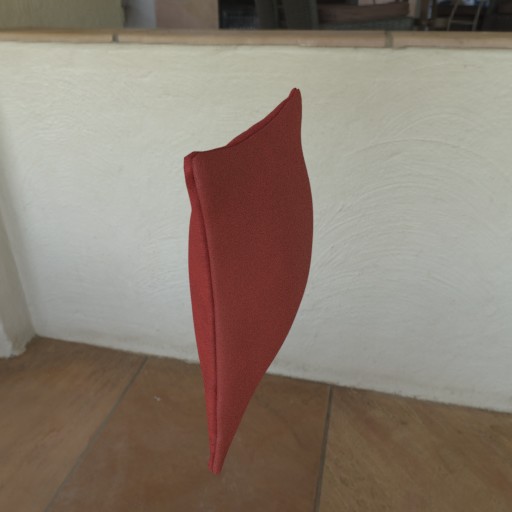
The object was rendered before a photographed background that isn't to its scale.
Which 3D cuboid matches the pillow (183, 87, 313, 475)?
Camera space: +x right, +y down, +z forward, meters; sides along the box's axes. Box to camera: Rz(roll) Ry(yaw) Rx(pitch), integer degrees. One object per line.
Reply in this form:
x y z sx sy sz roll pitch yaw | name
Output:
0.000 0.000 0.652 0.151 0.416 0.435 8 30 15 | pillow
